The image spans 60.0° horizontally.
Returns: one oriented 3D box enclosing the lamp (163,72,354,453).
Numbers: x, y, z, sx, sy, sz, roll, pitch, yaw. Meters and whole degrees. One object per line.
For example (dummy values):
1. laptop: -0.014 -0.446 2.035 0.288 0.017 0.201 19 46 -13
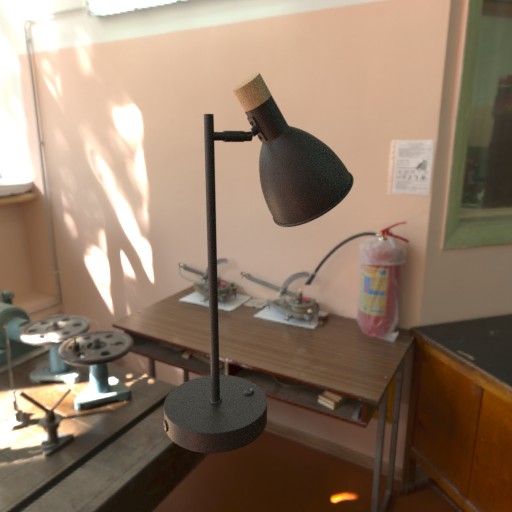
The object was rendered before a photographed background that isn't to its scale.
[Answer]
1. lamp: 0.000 0.000 0.625 0.287 0.483 0.152 -7 16 -25
